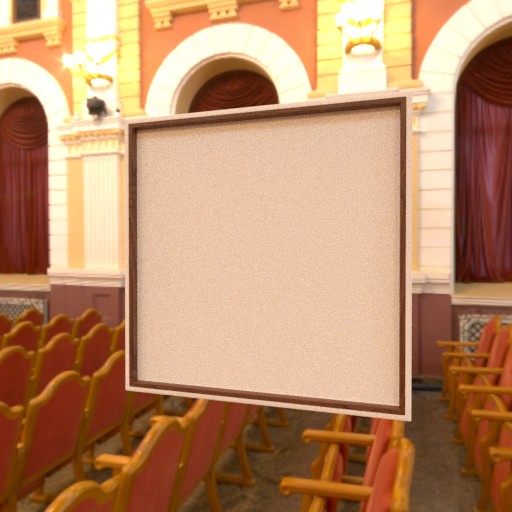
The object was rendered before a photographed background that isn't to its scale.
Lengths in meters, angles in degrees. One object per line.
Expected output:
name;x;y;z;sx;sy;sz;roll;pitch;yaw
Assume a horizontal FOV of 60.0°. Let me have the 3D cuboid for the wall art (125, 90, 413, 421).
wall art;0.000;0.000;1.142;0.757;0.757;0.037;0;1;18
